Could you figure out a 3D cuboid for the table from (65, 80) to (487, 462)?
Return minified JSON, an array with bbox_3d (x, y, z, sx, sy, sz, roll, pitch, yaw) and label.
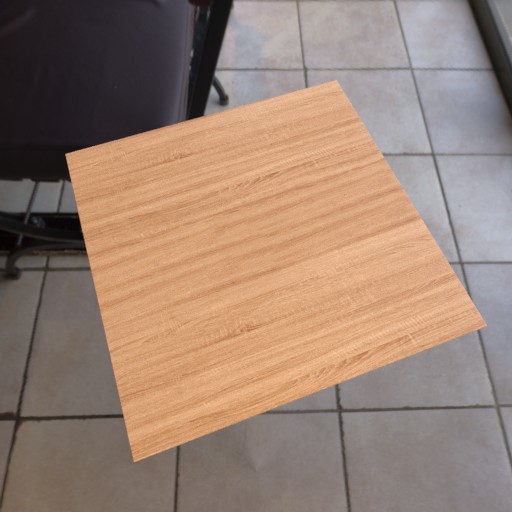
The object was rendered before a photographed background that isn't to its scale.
[{"bbox_3d":[0.000,0.000,1.347,0.890,0.305,0.890,-18,65,-9],"label":"table"}]
